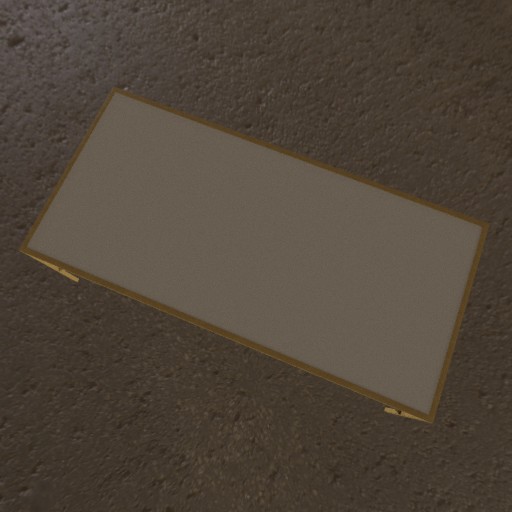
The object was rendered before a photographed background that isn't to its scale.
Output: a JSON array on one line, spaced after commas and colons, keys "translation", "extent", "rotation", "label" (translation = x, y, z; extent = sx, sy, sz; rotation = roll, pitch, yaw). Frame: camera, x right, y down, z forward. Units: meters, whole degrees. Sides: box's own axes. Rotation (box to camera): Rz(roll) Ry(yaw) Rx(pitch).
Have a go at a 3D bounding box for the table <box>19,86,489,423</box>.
[{"translation": [0.000, 0.000, 1.449], "extent": [1.206, 0.398, 0.580], "rotation": [22, 75, 6], "label": "table"}]
